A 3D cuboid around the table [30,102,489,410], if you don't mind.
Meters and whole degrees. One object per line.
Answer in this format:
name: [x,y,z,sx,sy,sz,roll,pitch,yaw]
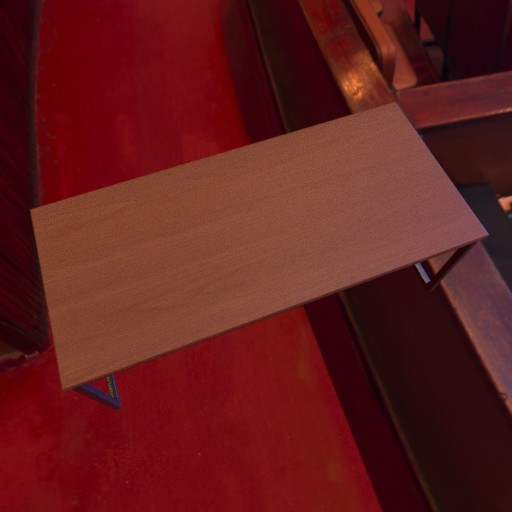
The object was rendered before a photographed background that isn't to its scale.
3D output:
table: [0.000,0.000,1.342,1.100,0.400,0.500,-19,65,-9]
